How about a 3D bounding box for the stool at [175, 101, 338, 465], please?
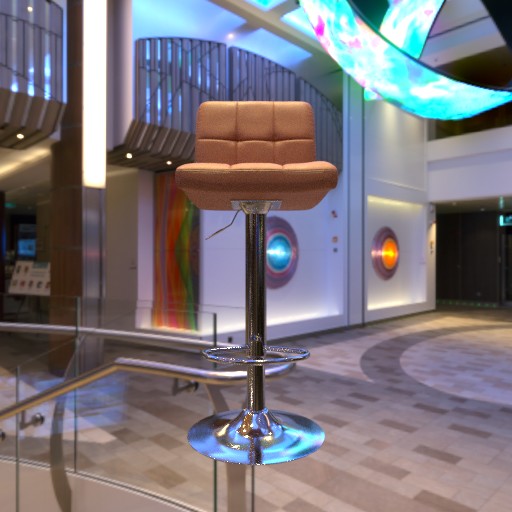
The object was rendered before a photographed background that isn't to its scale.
[{"bbox_3d":[0.000,0.000,1.381,0.430,1.115,0.505,0,0,0],"label":"stool"}]
